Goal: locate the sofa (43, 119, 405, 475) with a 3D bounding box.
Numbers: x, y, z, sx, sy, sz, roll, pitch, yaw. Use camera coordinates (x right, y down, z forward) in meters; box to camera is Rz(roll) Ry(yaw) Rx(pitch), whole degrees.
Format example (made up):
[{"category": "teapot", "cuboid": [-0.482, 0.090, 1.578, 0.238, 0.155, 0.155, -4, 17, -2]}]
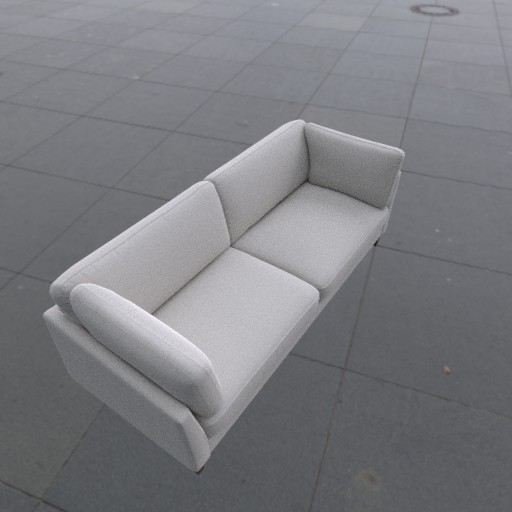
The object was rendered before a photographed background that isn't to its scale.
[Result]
[{"category": "sofa", "cuboid": [0.000, 0.000, 2.725, 0.957, 0.863, 2.301, 25, 47, 26]}]
